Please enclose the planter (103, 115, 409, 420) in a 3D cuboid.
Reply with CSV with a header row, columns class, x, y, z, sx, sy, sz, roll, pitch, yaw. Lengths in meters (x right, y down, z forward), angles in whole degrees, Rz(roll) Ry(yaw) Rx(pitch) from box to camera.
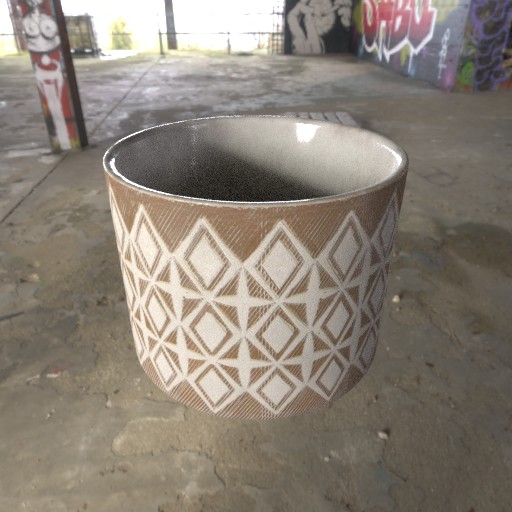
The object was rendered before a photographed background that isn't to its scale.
class,x,y,z,sx,sy,sz,roll,pitch,yaw
planter,0.000,0.000,0.332,0.193,0.165,0.193,0,30,0
